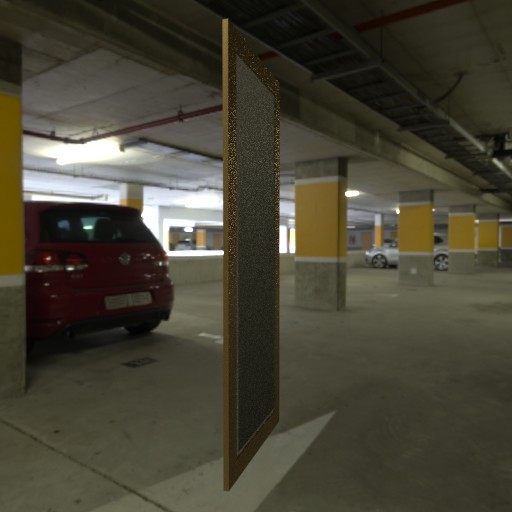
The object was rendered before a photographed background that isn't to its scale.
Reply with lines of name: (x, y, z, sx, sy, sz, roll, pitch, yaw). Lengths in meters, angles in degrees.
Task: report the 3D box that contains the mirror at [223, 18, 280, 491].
mirror: (0.000, 0.000, 2.292, 0.025, 2.031, 0.812, 1, 2, 19)
